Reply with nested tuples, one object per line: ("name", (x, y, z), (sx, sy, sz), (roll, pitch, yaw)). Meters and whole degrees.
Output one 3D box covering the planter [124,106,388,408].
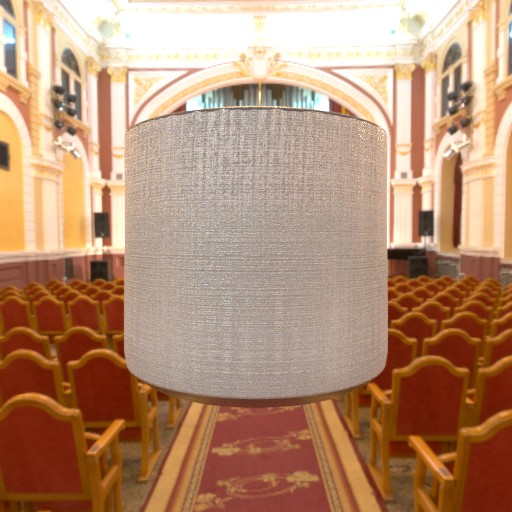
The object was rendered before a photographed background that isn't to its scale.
("planter", (0.000, 0.000, 0.218), (0.125, 0.112, 0.125), (0, 2, 0))
